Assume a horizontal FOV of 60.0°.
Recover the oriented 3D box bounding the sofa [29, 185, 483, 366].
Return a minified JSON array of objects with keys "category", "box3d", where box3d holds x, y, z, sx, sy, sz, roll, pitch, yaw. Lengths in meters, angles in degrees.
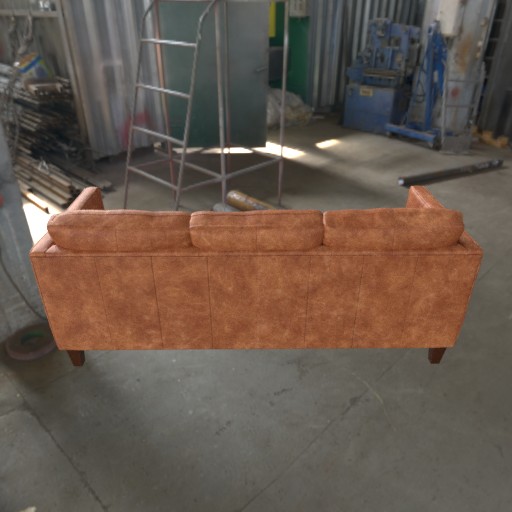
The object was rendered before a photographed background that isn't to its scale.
[{"category":"sofa","box3d":[0.000,0.000,2.959,2.464,1.006,1.045,0,30,-1]}]
